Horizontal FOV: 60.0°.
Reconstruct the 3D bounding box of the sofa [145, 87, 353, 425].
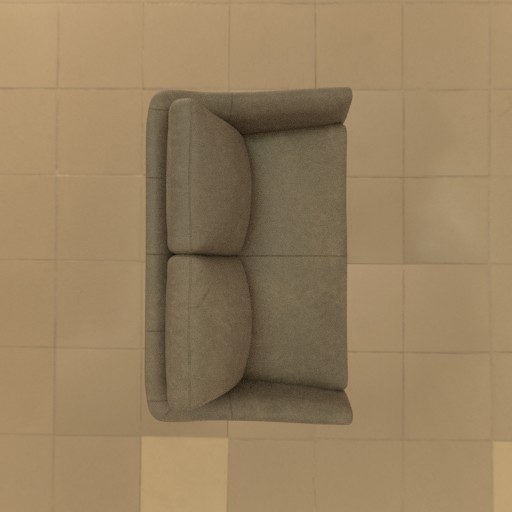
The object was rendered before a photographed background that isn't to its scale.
[{"bbox_3d":[0.000,0.000,2.258,0.960,0.902,1.619,0,89,1],"label":"sofa"}]
